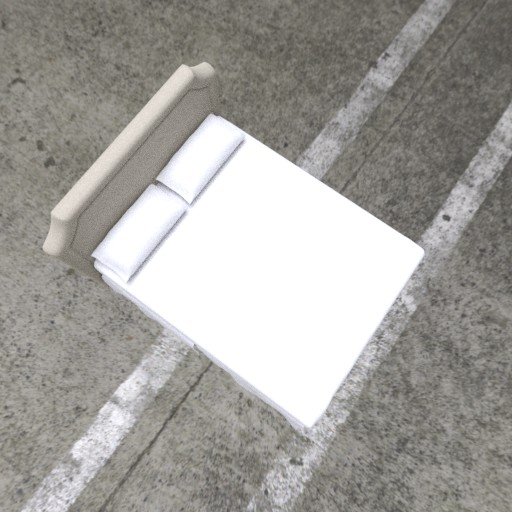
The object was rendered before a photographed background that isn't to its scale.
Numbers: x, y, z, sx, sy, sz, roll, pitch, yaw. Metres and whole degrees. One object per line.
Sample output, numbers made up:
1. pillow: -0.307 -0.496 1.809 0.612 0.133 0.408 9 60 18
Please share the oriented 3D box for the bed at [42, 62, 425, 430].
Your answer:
1. bed: 0.000 0.000 3.204 2.116 1.290 1.693 35 78 8
